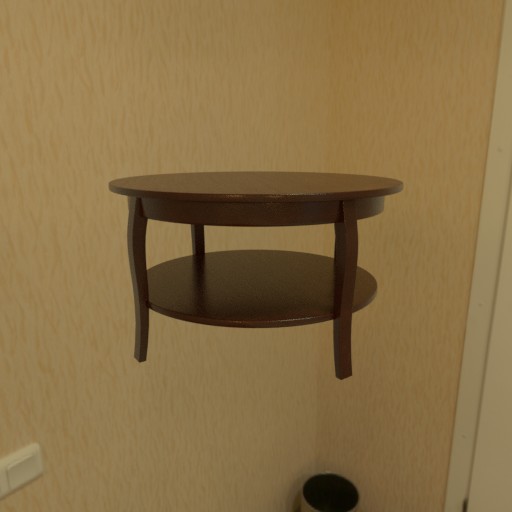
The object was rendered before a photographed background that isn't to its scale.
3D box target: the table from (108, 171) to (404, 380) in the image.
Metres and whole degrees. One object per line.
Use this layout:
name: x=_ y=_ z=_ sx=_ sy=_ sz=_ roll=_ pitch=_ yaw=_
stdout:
table: x=0.000 y=0.000 z=1.498 sx=0.911 sy=0.512 sz=0.911 roll=0 pitch=14 yaw=0
